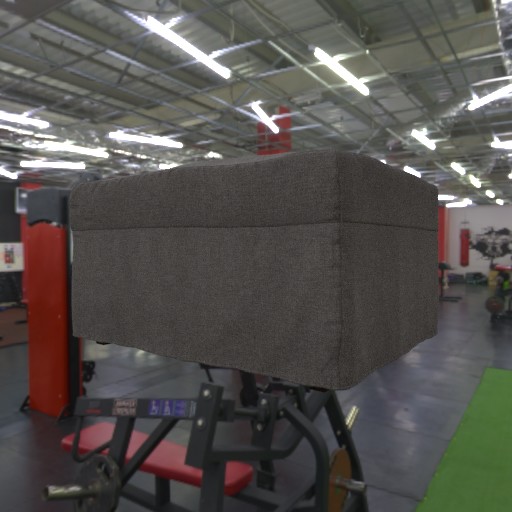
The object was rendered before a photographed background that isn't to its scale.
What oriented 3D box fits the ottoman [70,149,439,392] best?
[{"bbox_3d":[0.000,0.000,1.241,0.833,0.492,0.652,1,2,36],"label":"ottoman"}]
